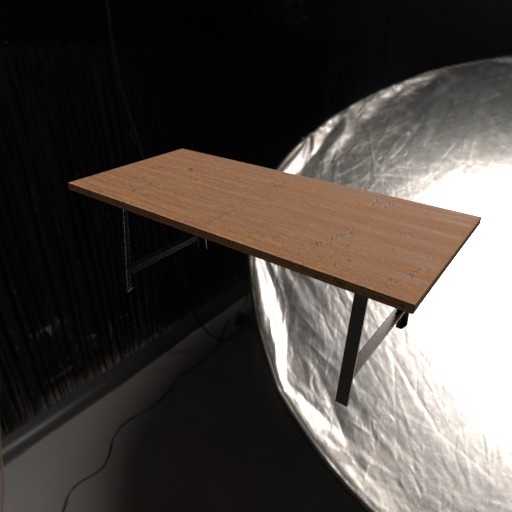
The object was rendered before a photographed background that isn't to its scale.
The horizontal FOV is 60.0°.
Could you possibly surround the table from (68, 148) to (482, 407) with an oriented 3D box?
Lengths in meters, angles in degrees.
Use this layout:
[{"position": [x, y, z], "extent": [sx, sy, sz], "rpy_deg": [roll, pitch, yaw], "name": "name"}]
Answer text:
[{"position": [0.000, 0.000, 2.724], "extent": [2.200, 0.757, 1.000], "rpy_deg": [20, 35, 32], "name": "table"}]
